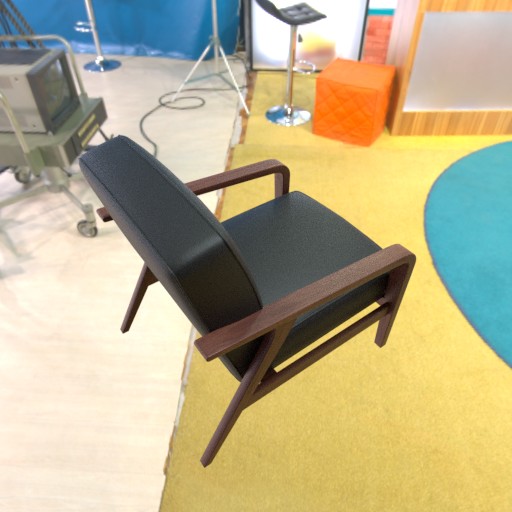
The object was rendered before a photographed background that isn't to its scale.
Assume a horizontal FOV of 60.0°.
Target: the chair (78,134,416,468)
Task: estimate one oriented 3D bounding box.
[{"bbox_3d":[0.000,0.000,1.523,0.889,0.861,0.719,-26,48,-25],"label":"chair"}]
